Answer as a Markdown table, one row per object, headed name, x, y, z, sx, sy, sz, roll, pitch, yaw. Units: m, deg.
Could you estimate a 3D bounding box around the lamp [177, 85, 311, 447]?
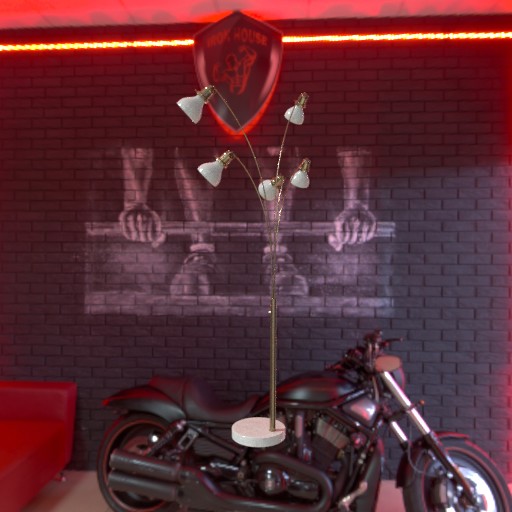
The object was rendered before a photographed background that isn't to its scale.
| name | x | y | z | sx | sy | sz | roll | pitch | yaw |
| --- | --- | --- | --- | --- | --- | --- | --- | --- | --- |
| lamp | 0.000 | 0.000 | 2.963 | 0.361 | 2.423 | 1.405 | 0 | 0 | 36 |
